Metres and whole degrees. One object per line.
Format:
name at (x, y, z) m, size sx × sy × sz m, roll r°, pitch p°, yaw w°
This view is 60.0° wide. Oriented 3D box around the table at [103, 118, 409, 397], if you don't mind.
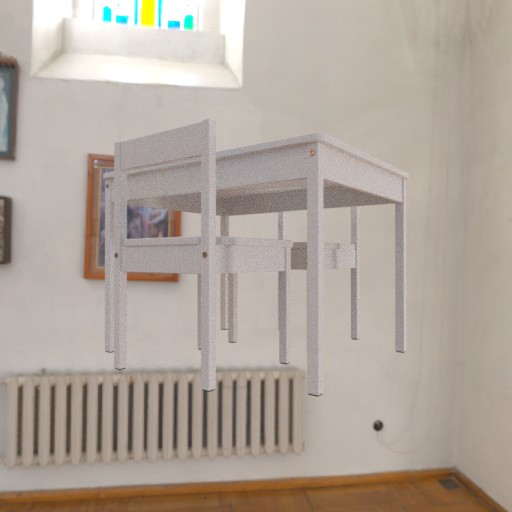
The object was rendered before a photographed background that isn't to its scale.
table at (0.000, 0.000, 1.164) m, size 0.650 × 0.503 × 0.672 m, roll 0°, pitch 0°, yaw 37°
